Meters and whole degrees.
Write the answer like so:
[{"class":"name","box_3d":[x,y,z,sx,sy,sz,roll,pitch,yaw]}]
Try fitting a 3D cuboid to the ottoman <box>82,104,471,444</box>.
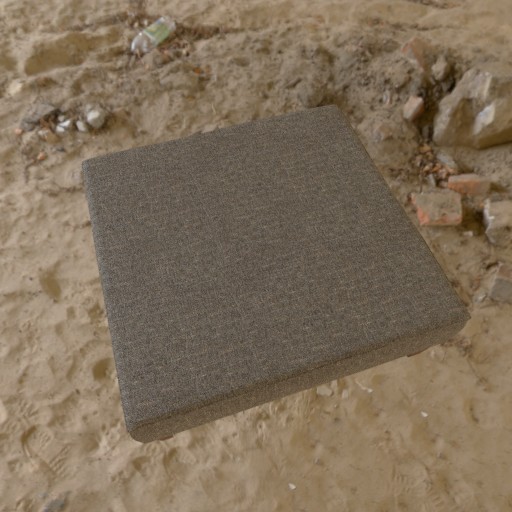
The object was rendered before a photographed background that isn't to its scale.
[{"class":"ottoman","box_3d":[0.000,0.000,1.550,1.016,0.379,0.981,-16,60,-9]}]
